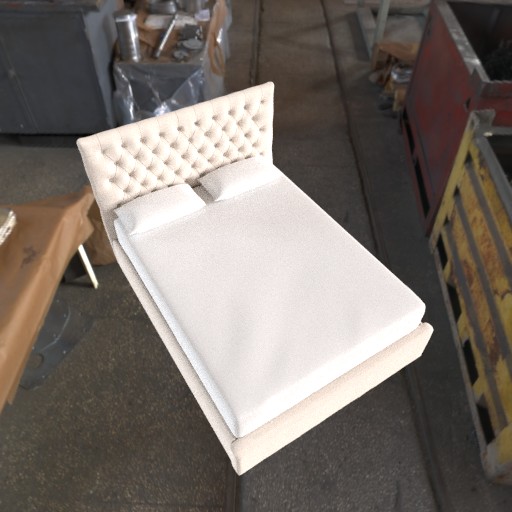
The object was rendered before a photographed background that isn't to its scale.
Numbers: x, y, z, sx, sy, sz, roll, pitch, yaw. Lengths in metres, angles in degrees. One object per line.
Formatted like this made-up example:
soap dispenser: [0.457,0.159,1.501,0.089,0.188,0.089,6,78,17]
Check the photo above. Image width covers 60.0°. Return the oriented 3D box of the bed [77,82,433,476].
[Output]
bed: [0.000,0.000,3.364,1.696,1.426,2.233,-25,52,-21]
